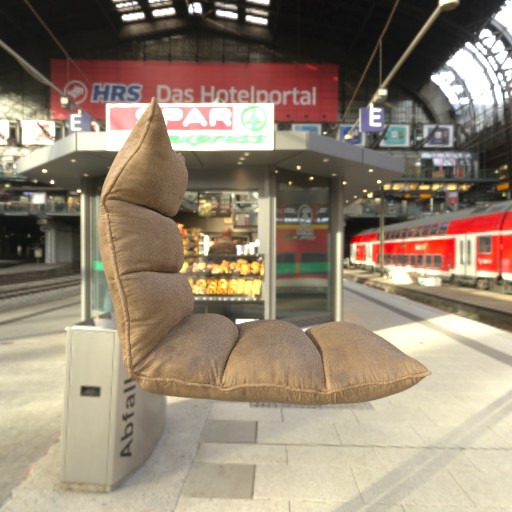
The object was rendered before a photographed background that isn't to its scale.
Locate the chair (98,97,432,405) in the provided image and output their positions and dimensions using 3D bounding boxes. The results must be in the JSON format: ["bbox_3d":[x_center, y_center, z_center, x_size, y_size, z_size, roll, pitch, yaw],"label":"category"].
[{"bbox_3d":[0.000,0.000,1.586,0.985,0.892,0.714,0,1,0],"label":"chair"}]
